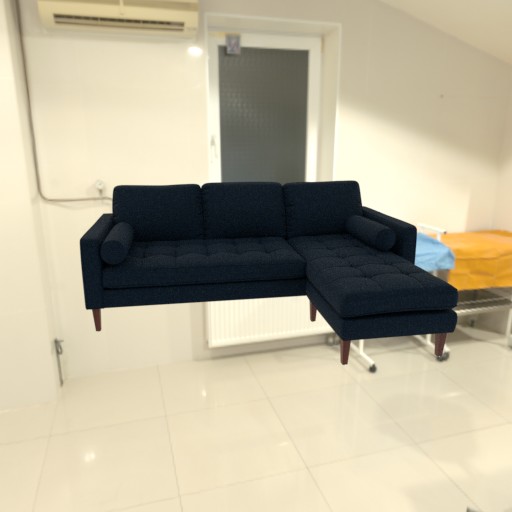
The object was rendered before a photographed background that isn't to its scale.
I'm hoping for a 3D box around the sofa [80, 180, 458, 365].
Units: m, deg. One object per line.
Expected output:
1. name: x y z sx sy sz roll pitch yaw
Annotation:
1. sofa: 0.000 0.000 2.929 2.185 0.841 1.613 -3 16 -9
